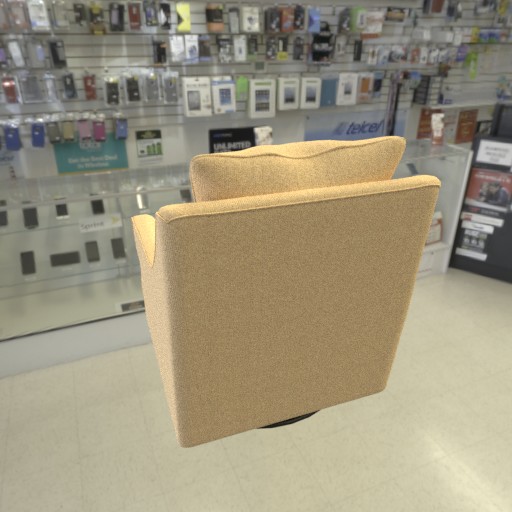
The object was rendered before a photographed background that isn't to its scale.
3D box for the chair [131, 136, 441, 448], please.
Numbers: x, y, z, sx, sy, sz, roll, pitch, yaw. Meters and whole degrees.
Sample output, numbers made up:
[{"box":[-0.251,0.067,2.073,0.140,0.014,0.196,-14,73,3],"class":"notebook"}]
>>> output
[{"box":[0.000,0.000,1.560,0.760,0.927,0.876,-9,28,-18],"class":"chair"}]
